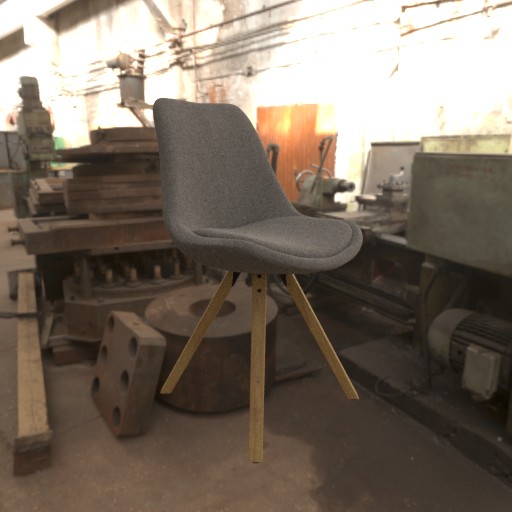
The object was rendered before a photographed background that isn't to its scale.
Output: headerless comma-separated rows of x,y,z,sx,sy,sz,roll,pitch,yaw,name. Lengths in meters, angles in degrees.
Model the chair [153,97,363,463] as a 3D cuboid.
0.000,0.000,1.242,0.483,0.865,0.550,-12,18,-42,chair
